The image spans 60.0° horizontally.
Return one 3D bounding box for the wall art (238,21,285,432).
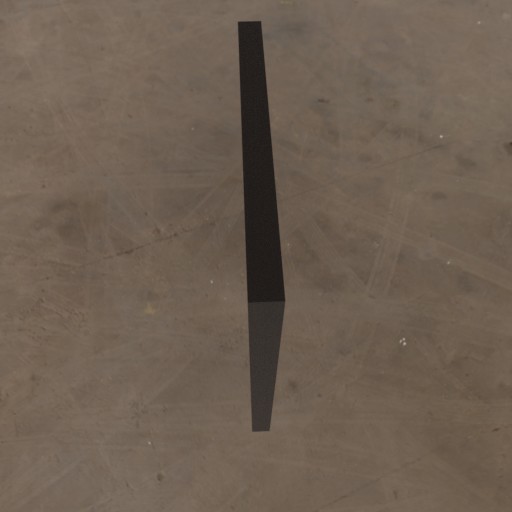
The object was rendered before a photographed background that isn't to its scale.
[{"bbox_3d":[0.000,0.000,0.752,0.034,0.552,0.455,-2,57,-1],"label":"wall art"}]
